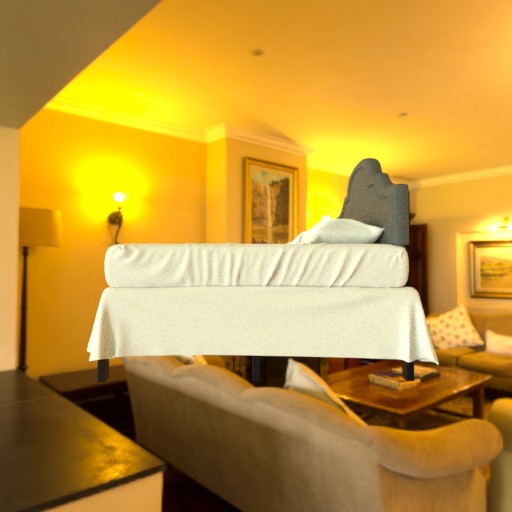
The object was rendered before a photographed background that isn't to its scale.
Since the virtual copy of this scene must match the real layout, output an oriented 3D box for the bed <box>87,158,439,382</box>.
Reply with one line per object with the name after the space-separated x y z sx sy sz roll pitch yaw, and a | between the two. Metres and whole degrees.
0.000 0.000 3.782 2.222 1.631 2.303 0 -2 -1 | bed
